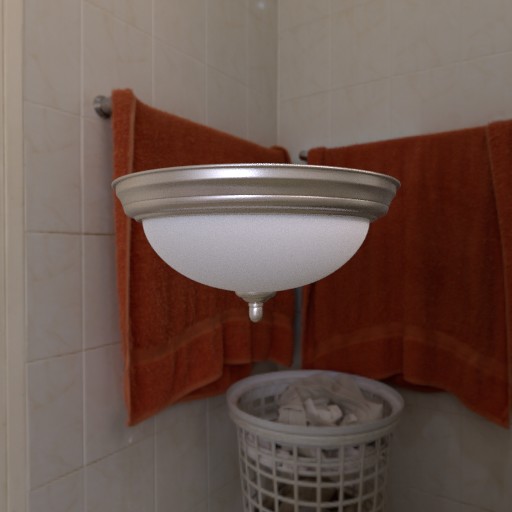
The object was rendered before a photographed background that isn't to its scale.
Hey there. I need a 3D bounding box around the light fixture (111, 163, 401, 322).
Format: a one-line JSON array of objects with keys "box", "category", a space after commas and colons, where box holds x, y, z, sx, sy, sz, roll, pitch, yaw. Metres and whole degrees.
[{"box": [0.000, 0.000, 0.452, 0.280, 0.135, 0.280, 0, 1, 0], "category": "light fixture"}]
